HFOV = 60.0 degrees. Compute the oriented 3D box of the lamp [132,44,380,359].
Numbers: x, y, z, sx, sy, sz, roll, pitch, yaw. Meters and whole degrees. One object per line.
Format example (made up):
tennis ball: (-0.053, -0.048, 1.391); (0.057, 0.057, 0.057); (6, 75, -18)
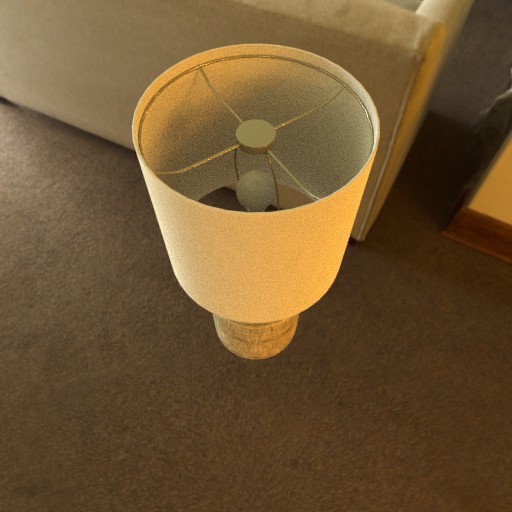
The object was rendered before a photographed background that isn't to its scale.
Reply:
lamp: (0.000, 0.000, 0.574); (0.211, 0.455, 0.211); (-17, 60, -10)
